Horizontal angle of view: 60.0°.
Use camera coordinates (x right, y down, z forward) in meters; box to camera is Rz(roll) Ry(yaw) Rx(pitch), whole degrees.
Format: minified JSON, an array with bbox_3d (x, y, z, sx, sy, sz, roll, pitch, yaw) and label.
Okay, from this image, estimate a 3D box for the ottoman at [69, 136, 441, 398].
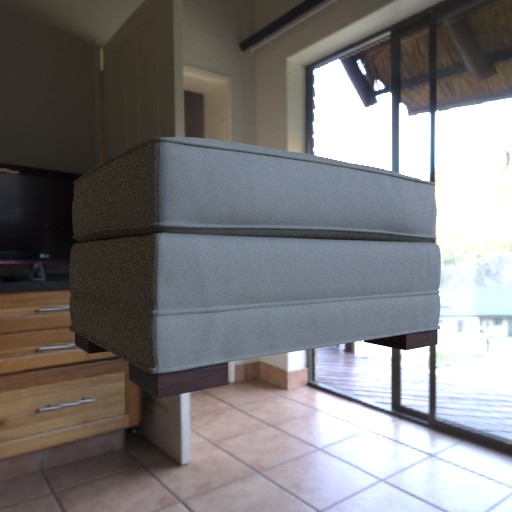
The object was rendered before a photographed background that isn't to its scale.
[{"bbox_3d":[0.000,0.000,1.199,0.848,0.482,0.611,0,0,-35],"label":"ottoman"}]
